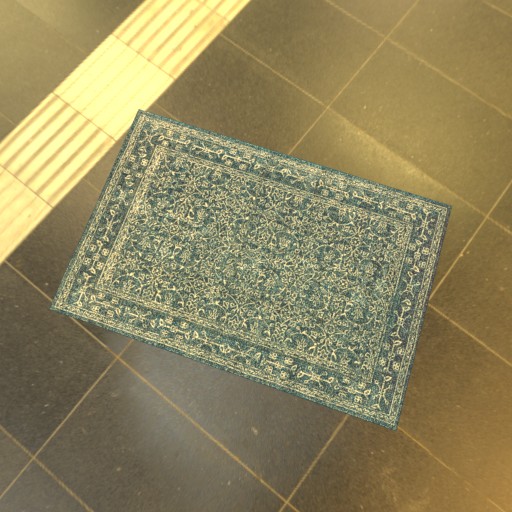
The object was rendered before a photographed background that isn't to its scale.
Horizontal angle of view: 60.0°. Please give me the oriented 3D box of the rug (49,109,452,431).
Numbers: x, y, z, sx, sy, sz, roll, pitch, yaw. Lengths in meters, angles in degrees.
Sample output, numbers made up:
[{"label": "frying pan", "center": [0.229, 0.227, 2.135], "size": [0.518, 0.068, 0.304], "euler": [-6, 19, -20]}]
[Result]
[{"label": "rug", "center": [0.000, 0.000, 2.316], "size": [1.819, 0.005, 1.200], "euler": [18, 77, 4]}]
